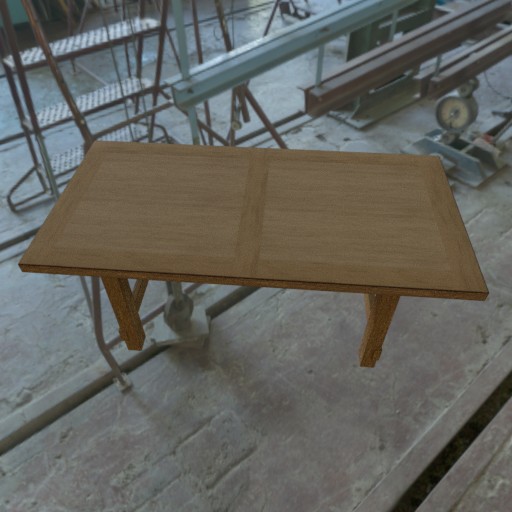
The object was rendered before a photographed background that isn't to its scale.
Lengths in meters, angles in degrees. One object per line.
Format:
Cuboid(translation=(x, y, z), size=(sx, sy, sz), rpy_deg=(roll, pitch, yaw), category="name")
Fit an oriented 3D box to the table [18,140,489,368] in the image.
Cuboid(translation=(0.000, 0.000, 2.469), size=(1.982, 0.762, 1.000), rpy_deg=(3, 46, 3), category="table")
